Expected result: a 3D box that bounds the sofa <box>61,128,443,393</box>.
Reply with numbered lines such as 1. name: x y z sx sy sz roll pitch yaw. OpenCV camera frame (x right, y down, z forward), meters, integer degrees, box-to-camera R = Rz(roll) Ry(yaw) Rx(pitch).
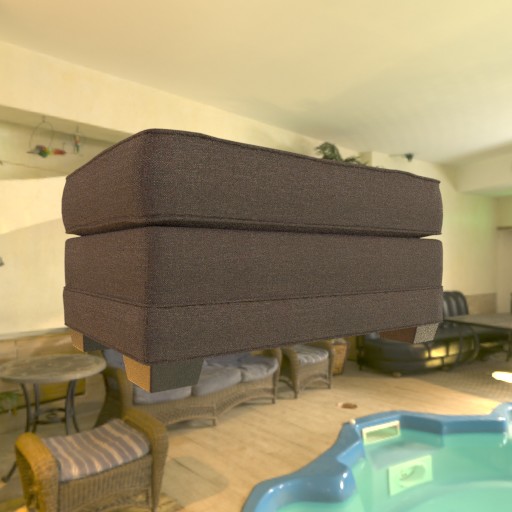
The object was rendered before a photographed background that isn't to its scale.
1. sofa: 0.000 0.000 1.161 0.854 0.457 0.578 0 0 -36
